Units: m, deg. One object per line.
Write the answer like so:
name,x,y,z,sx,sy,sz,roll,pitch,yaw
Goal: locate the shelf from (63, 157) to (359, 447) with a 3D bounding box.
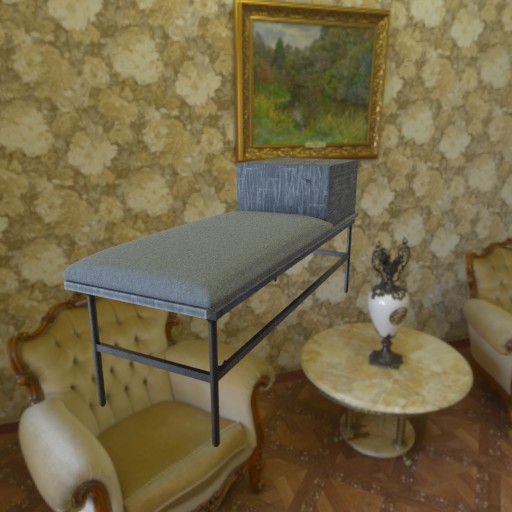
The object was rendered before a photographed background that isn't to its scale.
shelf,0.000,0.000,1.636,0.457,0.633,1.342,8,17,25
